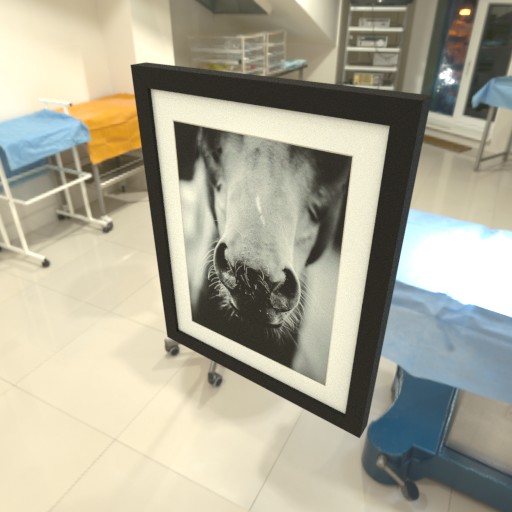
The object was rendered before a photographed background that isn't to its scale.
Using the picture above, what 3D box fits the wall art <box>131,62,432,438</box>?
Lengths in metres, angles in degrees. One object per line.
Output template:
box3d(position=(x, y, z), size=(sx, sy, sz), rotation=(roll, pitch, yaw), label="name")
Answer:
box3d(position=(0.000, 0.000, 0.534), size=(0.329, 0.404, 0.024), rotation=(20, 36, 29), label="wall art")
